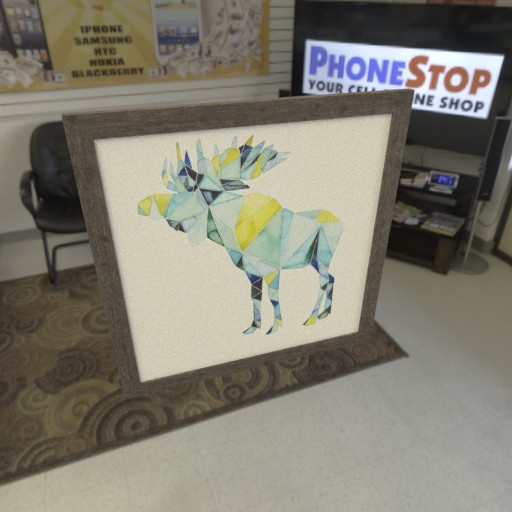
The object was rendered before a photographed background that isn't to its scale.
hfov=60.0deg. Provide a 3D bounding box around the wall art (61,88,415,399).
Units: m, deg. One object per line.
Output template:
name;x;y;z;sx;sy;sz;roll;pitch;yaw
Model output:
wall art;0.000;0.000;0.675;0.457;0.457;0.013;-10;33;-15
